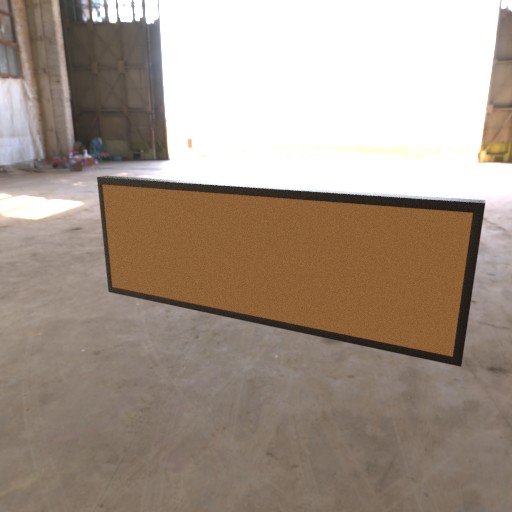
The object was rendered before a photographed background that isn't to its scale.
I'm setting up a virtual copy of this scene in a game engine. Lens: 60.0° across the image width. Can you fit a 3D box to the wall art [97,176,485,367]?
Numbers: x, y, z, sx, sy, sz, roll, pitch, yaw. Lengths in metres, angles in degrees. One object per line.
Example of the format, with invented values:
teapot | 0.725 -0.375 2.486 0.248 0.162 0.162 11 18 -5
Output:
wall art | 0.000 0.000 0.971 0.860 0.303 0.037 8 18 25
